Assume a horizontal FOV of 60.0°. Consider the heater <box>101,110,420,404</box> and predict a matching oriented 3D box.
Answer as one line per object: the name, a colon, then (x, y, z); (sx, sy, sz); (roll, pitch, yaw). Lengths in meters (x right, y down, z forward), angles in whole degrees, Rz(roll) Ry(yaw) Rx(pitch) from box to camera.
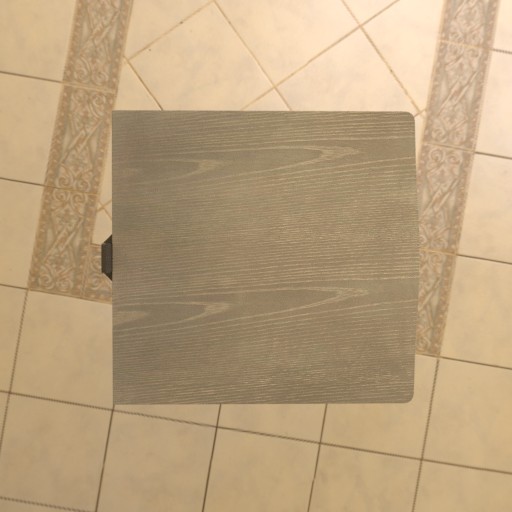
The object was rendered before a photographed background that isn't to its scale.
heater: (0.000, 0.000, 0.751); (0.400, 0.481, 0.362); (0, 91, -1)
